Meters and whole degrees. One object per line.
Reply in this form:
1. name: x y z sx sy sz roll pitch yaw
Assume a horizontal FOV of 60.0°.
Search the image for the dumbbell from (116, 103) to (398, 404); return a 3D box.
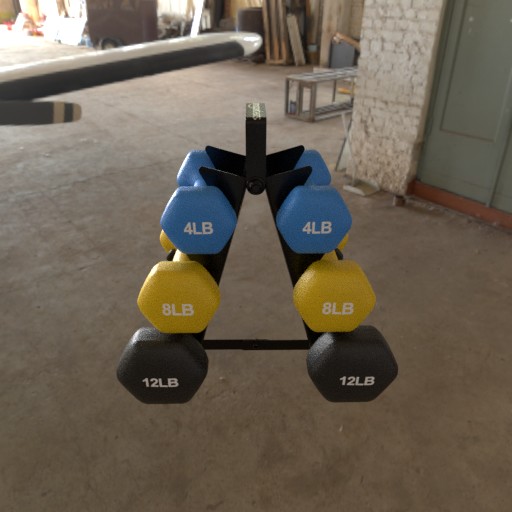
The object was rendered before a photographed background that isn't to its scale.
1. dumbbell: 0.000 0.000 0.665 0.409 0.426 0.255 0 30 -1
